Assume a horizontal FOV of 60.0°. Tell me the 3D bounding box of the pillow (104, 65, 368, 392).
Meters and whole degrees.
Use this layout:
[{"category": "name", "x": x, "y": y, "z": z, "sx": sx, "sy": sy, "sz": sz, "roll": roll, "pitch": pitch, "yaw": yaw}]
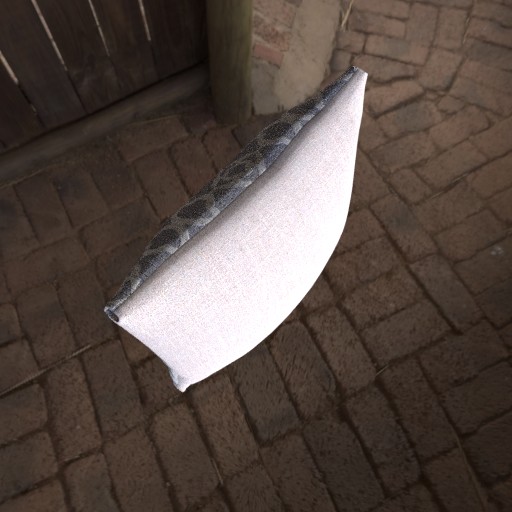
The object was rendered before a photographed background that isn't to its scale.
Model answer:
[{"category": "pillow", "x": 0.000, "y": 0.000, "z": 0.793, "sx": 0.215, "sy": 0.498, "sz": 0.508, "roll": 36, "pitch": 69, "yaw": 16}]
